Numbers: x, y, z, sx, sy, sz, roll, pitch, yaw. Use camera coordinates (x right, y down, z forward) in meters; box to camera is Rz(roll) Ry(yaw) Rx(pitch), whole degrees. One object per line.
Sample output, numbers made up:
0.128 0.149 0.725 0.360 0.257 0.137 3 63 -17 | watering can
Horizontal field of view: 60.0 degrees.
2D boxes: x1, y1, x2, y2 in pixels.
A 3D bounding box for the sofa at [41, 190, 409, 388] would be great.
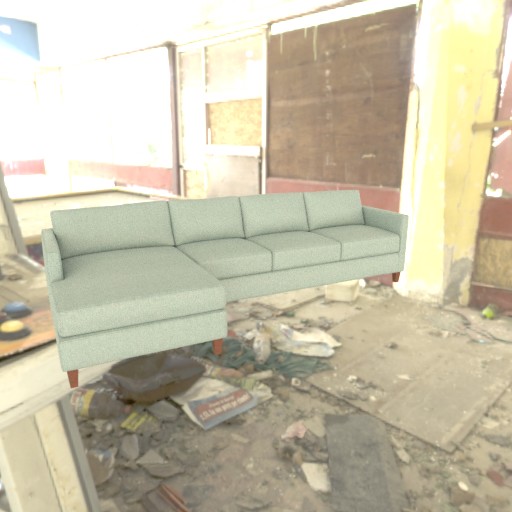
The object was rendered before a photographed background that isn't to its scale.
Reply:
0.000 0.000 4.042 3.470 0.953 1.600 -8 17 -26 | sofa
